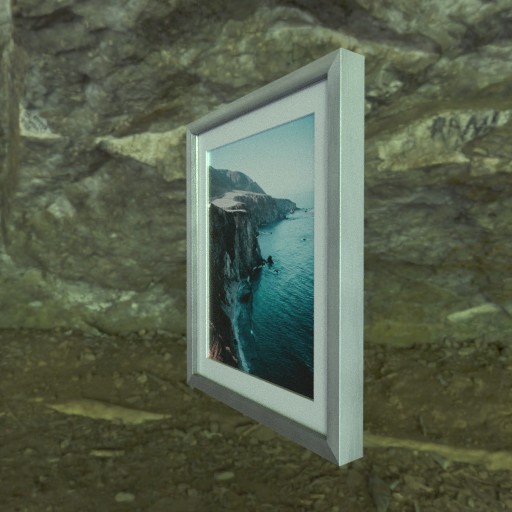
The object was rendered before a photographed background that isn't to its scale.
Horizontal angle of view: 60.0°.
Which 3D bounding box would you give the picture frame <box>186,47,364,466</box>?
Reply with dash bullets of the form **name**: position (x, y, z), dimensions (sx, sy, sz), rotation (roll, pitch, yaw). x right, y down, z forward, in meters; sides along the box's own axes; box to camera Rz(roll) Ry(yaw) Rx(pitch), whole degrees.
- **picture frame**: position (0.000, 0.000, 0.784), dimensions (0.046, 0.555, 0.449), rotation (-1, 1, -36)
